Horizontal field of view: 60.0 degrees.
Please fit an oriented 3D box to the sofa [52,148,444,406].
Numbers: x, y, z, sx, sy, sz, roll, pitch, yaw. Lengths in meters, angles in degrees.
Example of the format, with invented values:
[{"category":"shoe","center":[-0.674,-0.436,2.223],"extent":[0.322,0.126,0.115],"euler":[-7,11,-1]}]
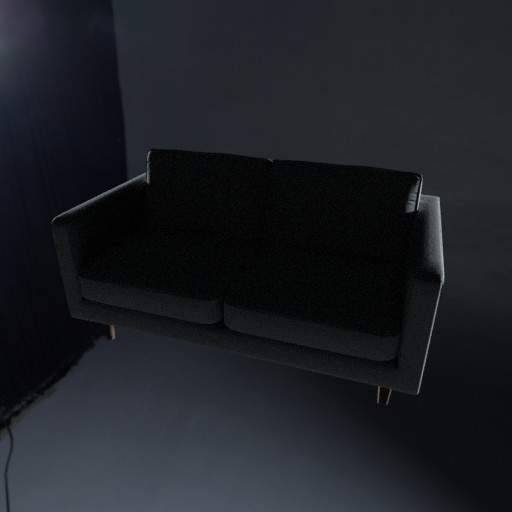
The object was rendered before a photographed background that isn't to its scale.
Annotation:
[{"category":"sofa","center":[0.000,0.000,2.318],"extent":[1.731,0.900,1.000],"euler":[9,28,17]}]
